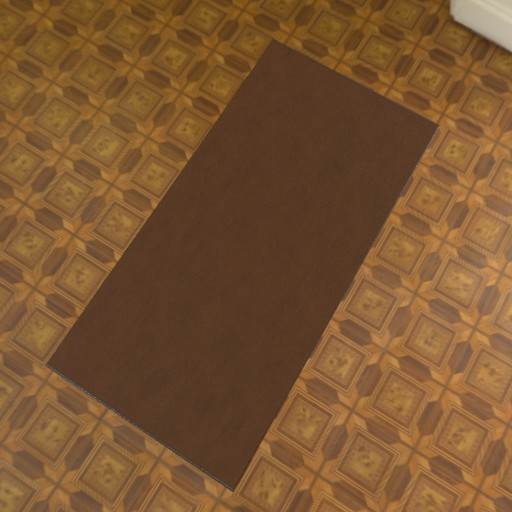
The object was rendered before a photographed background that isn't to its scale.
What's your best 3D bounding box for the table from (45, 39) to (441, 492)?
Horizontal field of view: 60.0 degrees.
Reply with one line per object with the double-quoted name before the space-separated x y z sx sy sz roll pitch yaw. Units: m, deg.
"table" 0.000 0.000 1.487 0.594 0.459 1.197 31 78 7
